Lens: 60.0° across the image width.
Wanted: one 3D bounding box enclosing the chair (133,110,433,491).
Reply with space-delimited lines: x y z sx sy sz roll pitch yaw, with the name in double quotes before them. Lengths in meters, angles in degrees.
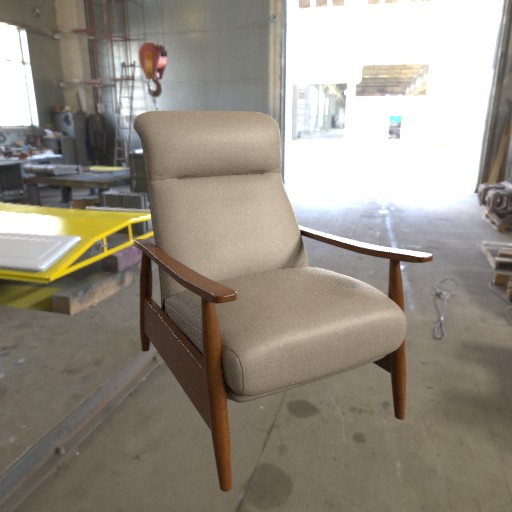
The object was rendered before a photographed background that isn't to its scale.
"chair" 0.000 0.000 1.717 0.762 1.082 1.032 -9 19 -27
